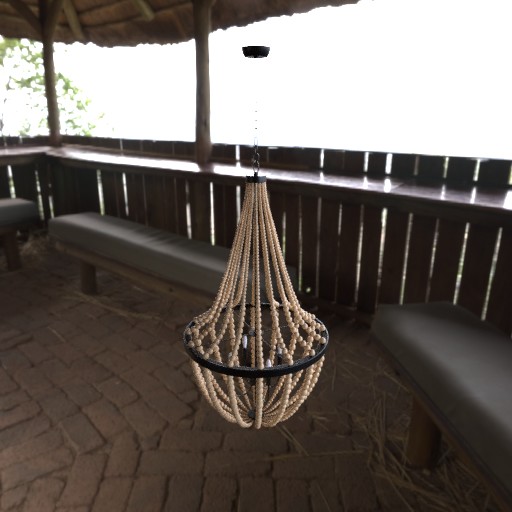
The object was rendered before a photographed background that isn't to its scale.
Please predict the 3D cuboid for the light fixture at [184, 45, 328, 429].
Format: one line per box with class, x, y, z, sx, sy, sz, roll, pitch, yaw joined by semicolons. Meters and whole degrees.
light fixture;0.000;0.000;1.318;0.450;1.133;0.450;0;18;0
